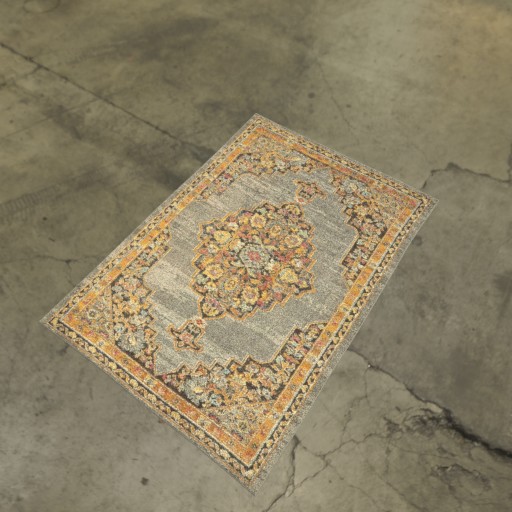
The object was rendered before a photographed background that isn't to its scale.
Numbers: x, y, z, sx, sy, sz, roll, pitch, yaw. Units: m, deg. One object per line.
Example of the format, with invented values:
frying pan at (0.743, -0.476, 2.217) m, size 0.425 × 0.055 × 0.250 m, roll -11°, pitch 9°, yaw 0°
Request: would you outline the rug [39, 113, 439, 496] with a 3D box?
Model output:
rug at (0.000, 0.000, 3.912) m, size 2.158 × 0.024 × 3.063 m, roll 31°, pitch 63°, yaw 18°
